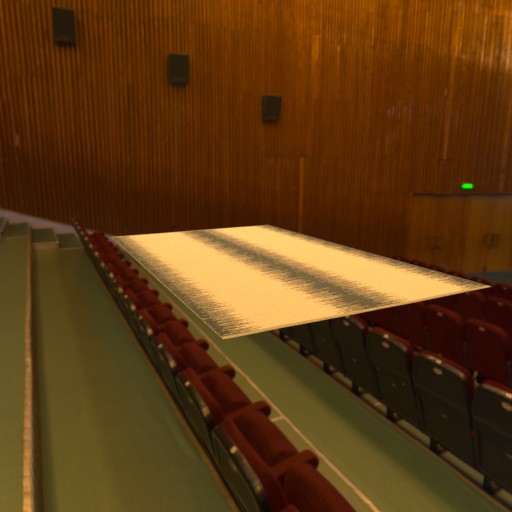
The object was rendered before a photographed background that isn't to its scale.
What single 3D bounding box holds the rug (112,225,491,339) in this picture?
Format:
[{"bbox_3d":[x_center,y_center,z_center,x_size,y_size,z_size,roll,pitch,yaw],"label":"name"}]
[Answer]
[{"bbox_3d":[0.000,0.000,3.042,1.519,0.003,2.453,-6,14,-26],"label":"rug"}]
